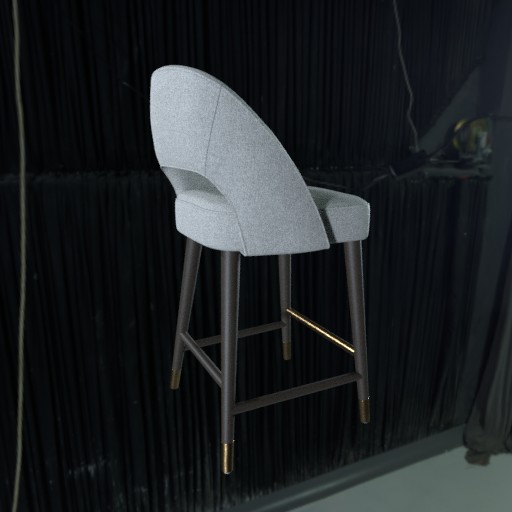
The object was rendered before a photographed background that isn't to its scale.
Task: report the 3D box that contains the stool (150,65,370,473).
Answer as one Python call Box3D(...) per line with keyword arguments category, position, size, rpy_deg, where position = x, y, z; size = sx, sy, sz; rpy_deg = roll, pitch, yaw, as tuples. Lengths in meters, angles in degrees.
Box3D(category="stool", position=(0.000, 0.000, 1.232), size=(0.509, 0.940, 0.494), rpy_deg=(-7, 16, -27))
